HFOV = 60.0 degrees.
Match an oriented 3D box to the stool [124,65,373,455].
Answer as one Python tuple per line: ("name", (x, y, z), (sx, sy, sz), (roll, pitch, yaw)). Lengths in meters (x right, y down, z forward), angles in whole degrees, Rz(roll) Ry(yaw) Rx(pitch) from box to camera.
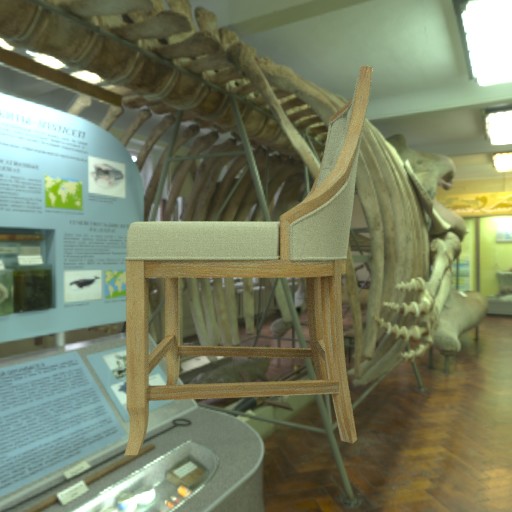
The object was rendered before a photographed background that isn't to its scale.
("stool", (0.000, 0.000, 1.301), (0.626, 0.938, 0.524), (0, 1, 0))
